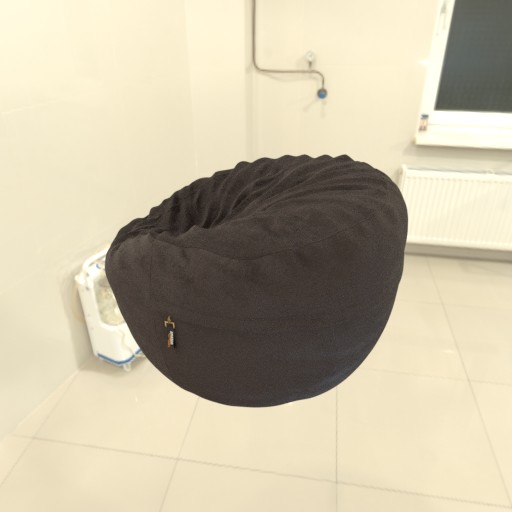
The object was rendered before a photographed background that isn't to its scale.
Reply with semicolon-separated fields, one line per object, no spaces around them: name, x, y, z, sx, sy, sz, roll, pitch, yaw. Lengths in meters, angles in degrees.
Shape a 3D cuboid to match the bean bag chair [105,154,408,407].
bean bag chair;0.000;0.000;1.991;1.245;0.821;1.245;0;30;0
